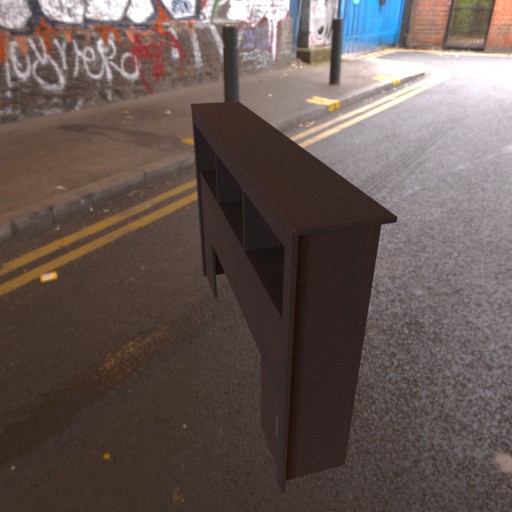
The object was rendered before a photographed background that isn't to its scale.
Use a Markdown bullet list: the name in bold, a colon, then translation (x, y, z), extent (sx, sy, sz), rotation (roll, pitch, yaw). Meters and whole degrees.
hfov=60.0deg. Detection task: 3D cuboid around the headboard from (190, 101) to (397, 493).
- **headboard**: translation (0.000, 0.000, 2.080), extent (0.279, 1.092, 1.671), rotation (-8, 30, -14)
